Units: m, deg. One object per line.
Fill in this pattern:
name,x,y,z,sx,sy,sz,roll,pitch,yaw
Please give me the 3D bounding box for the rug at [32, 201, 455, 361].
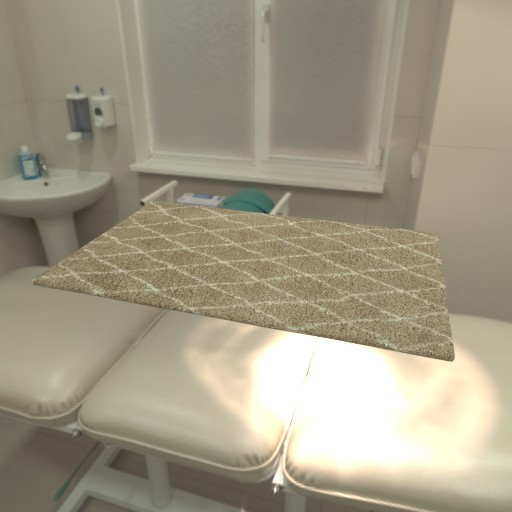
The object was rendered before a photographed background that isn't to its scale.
rug,0.000,0.000,3.057,2.438,0.030,1.524,8,28,15
